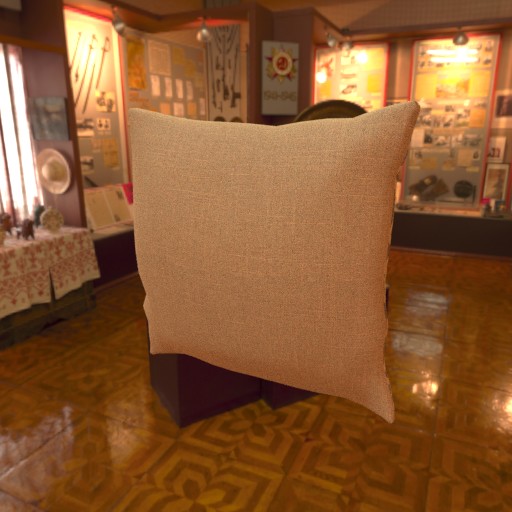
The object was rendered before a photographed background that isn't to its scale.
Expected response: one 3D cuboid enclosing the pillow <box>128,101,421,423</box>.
[{"bbox_3d":[0.000,0.000,0.769,0.508,0.498,0.215,8,17,26],"label":"pillow"}]
